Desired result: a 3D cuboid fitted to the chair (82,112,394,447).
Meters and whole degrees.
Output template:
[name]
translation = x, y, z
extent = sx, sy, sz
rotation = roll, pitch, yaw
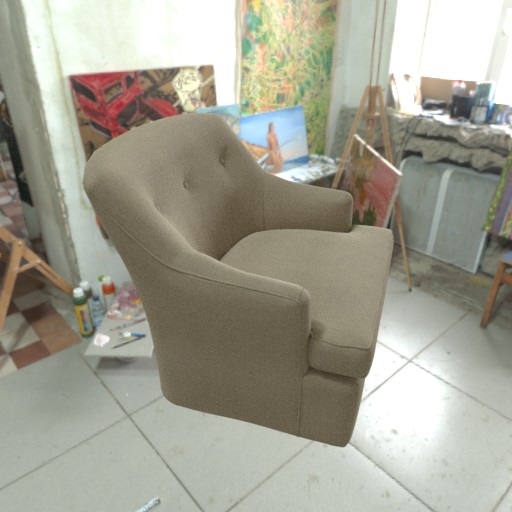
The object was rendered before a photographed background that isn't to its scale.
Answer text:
[chair]
translation = 0.000, 0.000, 1.595
extent = 0.923, 0.856, 0.864
rotation = 10, 31, 17
